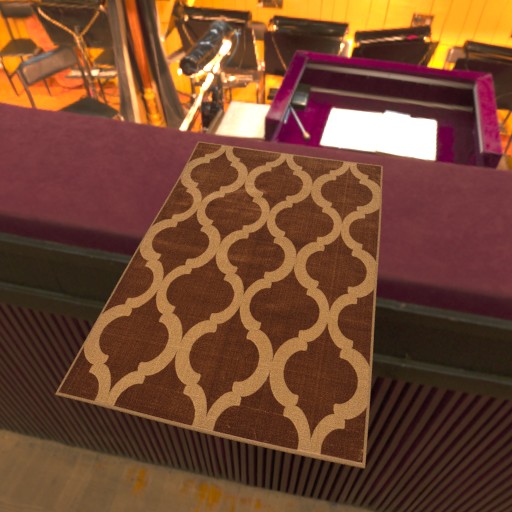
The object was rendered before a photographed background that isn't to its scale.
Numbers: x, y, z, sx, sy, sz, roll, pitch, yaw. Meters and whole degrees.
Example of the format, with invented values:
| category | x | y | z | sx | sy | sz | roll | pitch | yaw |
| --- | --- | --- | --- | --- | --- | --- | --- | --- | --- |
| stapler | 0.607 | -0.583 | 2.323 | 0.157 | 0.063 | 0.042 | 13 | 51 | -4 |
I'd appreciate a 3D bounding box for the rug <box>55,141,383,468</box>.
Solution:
| category | x | y | z | sx | sy | sz | roll | pitch | yaw |
| --- | --- | --- | --- | --- | --- | --- | --- | --- | --- |
| rug | 0.000 | 0.000 | 2.824 | 1.526 | 0.014 | 2.290 | 10 | 48 | 9 |
